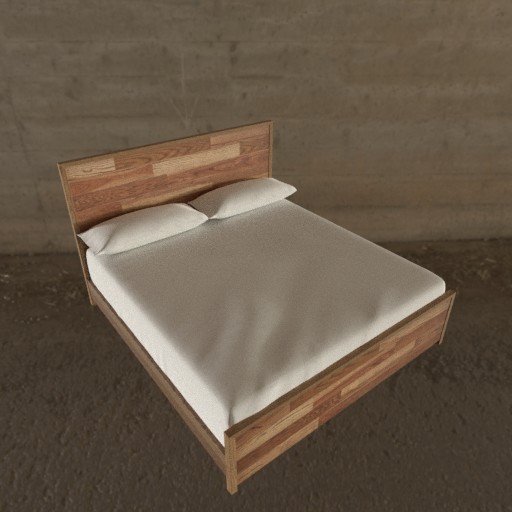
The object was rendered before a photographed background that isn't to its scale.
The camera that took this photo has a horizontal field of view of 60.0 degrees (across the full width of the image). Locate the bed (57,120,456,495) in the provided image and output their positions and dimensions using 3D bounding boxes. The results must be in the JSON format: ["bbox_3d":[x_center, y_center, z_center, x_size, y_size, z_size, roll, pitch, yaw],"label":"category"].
[{"bbox_3d":[0.000,0.000,3.375,2.013,1.295,2.184,-22,37,-31],"label":"bed"}]
